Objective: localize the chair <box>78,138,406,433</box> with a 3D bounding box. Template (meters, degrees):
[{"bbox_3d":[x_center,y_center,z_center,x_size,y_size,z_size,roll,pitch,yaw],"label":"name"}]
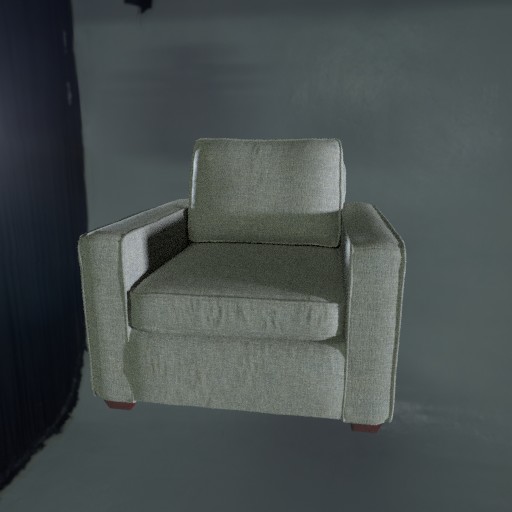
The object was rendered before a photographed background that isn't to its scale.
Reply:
[{"bbox_3d":[0.000,0.000,1.760,1.016,0.914,0.940,2,14,8],"label":"chair"}]
